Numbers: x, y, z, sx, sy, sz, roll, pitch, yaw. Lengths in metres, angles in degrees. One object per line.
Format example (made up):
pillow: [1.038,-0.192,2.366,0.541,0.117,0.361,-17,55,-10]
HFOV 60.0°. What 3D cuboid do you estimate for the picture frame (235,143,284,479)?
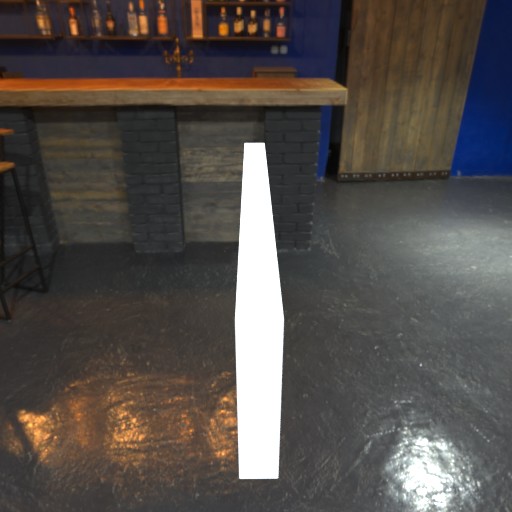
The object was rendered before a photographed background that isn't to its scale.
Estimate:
picture frame: [0.000,0.000,0.849,0.050,0.250,0.759,0,28,0]
